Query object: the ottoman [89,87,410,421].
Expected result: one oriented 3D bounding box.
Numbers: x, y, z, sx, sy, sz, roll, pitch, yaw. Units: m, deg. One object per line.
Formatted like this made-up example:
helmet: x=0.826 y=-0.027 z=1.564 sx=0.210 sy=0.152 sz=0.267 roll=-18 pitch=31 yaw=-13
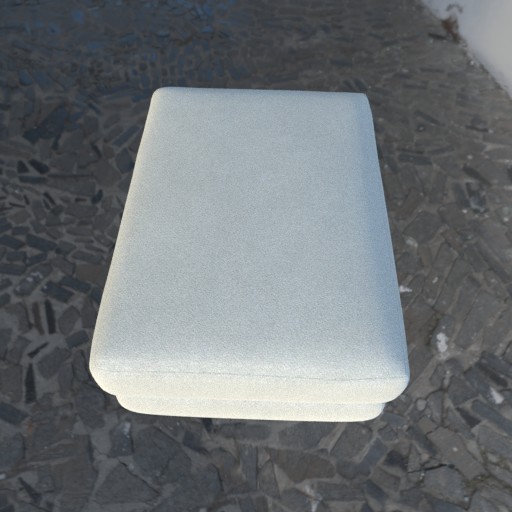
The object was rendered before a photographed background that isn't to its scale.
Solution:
ottoman: x=0.000 y=0.000 z=1.105 sx=0.569 sy=0.499 sz=0.773 roll=2 pitch=58 yaw=1
